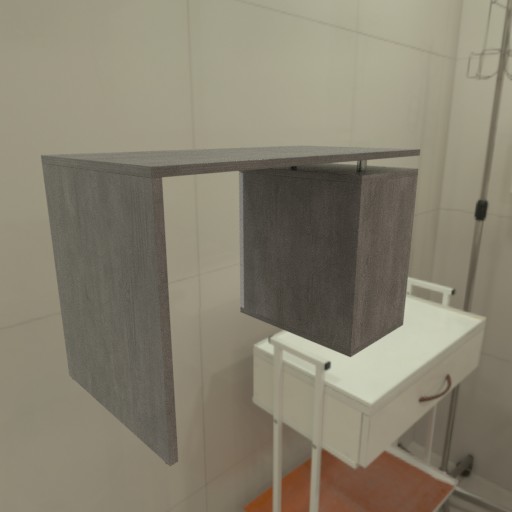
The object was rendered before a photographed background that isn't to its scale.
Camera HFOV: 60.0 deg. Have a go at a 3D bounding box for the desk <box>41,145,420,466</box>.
[{"bbox_3d":[0.000,0.000,1.615,1.200,0.740,0.600,-15,22,-43],"label":"desk"}]
